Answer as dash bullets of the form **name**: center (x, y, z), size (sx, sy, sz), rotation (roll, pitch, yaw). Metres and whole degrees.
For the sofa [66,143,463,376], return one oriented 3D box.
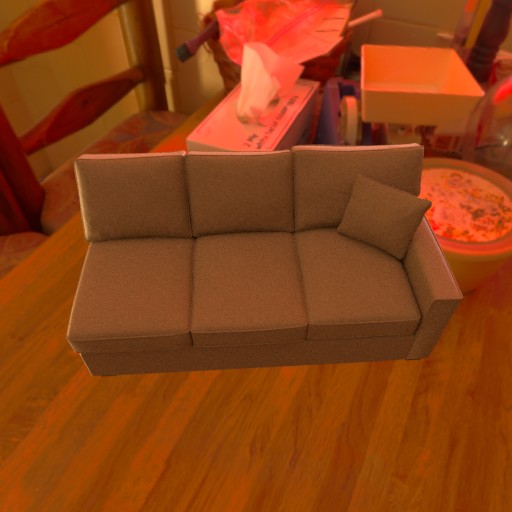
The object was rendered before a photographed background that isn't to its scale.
- **sofa**: center (0.000, 0.000, 2.546), size (1.963, 0.946, 1.034), rotation (-2, 48, -2)
